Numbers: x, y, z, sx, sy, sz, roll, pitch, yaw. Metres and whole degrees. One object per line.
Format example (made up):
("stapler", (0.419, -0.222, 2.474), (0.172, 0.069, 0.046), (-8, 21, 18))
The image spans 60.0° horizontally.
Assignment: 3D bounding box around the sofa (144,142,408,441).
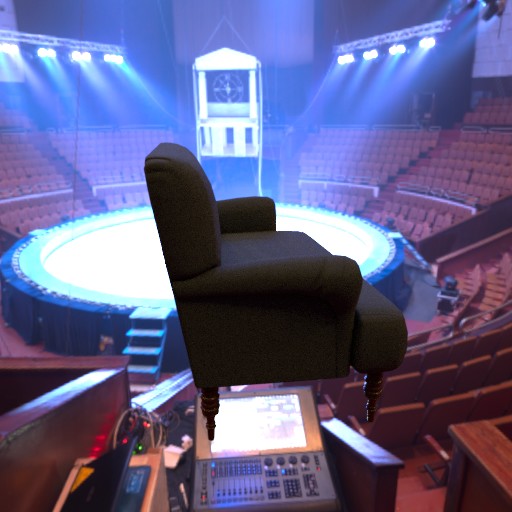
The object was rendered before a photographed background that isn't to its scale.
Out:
("sofa", (0.000, 0.000, 1.842), (0.779, 0.889, 1.297), (-3, 16, -9))
